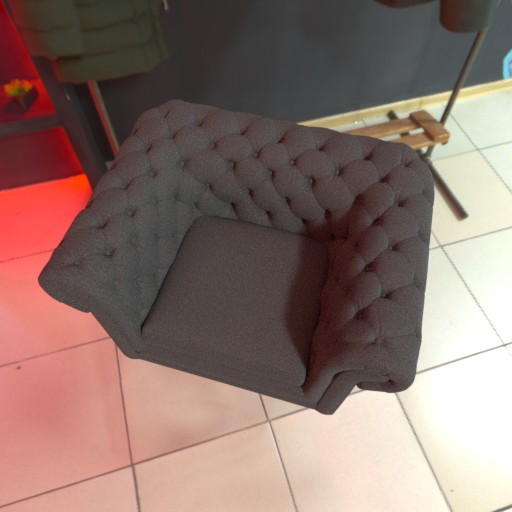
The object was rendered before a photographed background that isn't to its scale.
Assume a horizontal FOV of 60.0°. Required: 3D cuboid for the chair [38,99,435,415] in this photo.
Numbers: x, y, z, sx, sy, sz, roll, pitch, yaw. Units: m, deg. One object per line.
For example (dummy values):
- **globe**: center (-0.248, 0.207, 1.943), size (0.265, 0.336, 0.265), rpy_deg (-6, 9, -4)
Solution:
- **chair**: center (0.000, 0.000, 1.869), size (1.270, 0.770, 0.976), rpy_deg (14, 59, 8)
